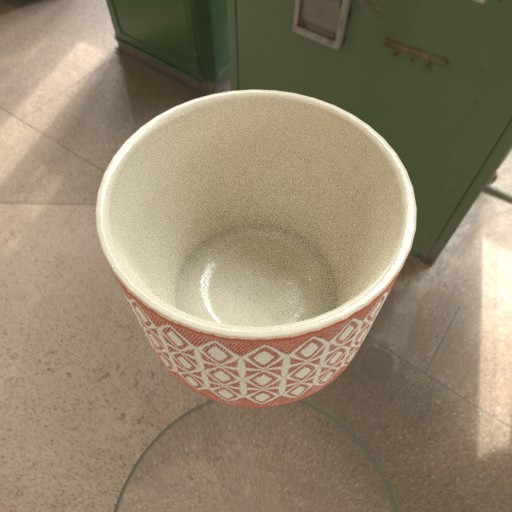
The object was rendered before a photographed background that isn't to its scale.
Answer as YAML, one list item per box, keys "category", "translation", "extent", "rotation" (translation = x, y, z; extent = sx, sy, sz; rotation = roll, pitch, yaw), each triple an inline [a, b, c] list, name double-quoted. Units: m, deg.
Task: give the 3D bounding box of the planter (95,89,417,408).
- category: "planter"
  translation: [0.000, 0.000, 0.330]
  extent: [0.192, 0.148, 0.192]
  rotation: [0, 57, 0]
